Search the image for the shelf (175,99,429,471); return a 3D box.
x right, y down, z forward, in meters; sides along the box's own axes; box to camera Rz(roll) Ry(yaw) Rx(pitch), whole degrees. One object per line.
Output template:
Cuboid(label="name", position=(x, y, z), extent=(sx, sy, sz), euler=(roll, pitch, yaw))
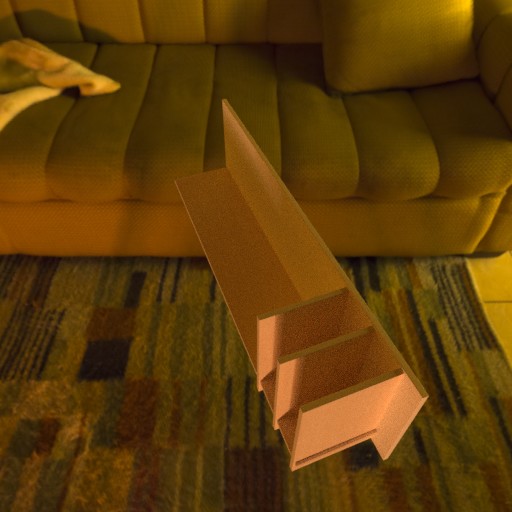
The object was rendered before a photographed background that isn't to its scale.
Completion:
Cuboid(label="shelf", position=(0.000, 0.000, 1.117), extent=(0.200, 0.300, 1.020), euler=(-16, 50, -14))
